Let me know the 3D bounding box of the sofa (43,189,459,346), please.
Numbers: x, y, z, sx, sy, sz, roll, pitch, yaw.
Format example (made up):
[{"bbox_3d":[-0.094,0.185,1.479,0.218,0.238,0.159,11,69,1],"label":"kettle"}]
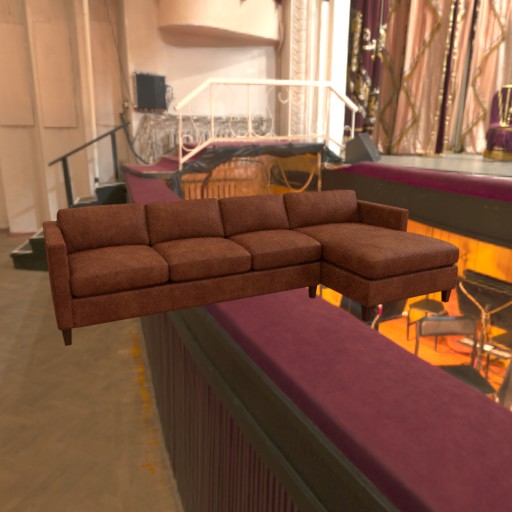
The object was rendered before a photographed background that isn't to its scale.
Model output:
[{"bbox_3d":[0.000,0.000,3.796,3.203,0.883,1.581,-8,17,-26],"label":"sofa"}]
